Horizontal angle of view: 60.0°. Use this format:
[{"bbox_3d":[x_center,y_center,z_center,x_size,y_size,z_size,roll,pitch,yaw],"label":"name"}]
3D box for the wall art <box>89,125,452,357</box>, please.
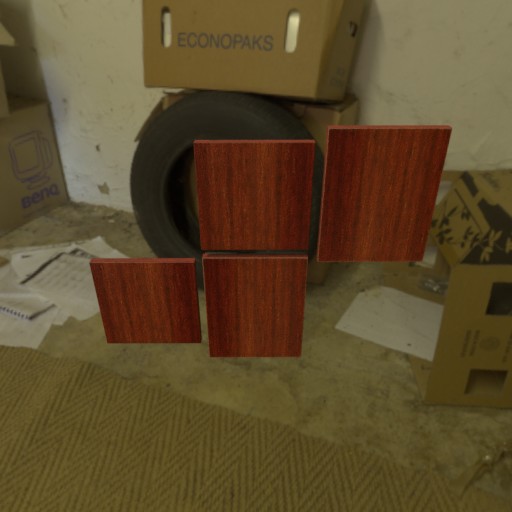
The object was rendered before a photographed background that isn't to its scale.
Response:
[{"bbox_3d":[0.000,0.000,0.854,0.635,0.497,0.030,0,31,0],"label":"wall art"}]
